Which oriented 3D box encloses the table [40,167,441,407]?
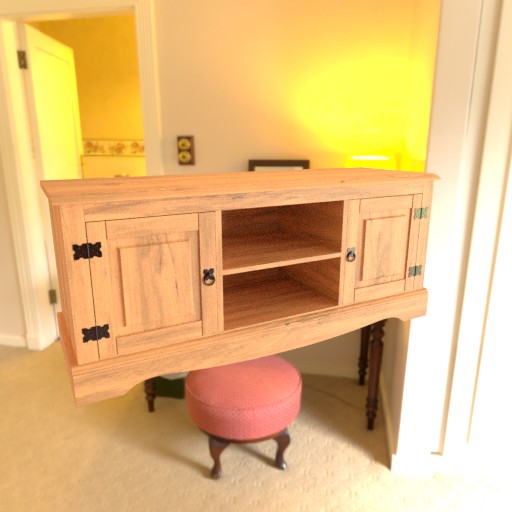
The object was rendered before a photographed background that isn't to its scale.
[{"bbox_3d":[0.000,0.000,1.448,1.200,0.510,0.400,-8,17,-27],"label":"table"}]
